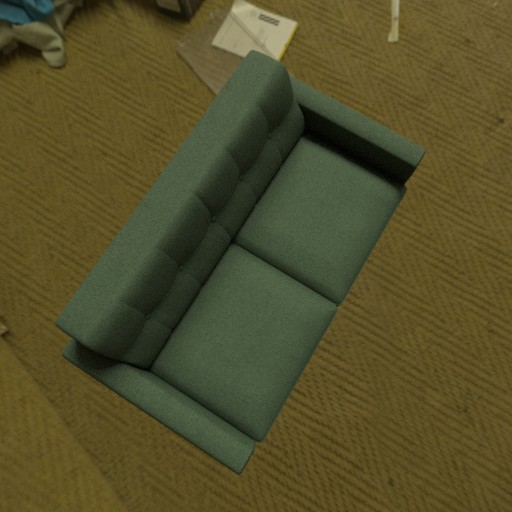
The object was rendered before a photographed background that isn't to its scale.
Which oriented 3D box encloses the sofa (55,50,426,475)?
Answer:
[{"bbox_3d":[0.000,0.000,2.071,0.909,0.841,1.631,31,78,7],"label":"sofa"}]
